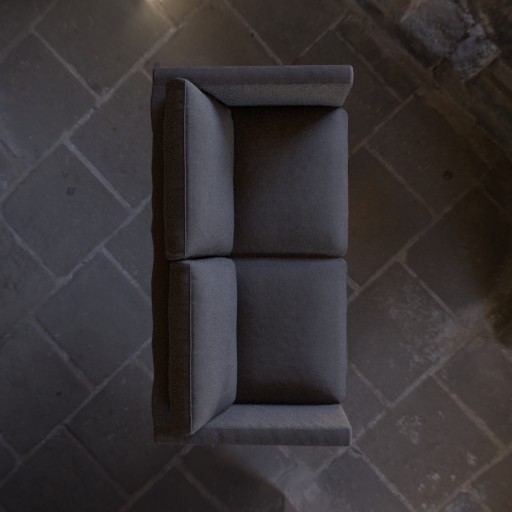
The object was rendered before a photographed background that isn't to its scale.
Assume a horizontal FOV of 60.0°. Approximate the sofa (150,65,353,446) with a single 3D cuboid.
[{"bbox_3d":[0.000,0.000,2.352,0.974,0.854,1.802,0,91,2],"label":"sofa"}]
